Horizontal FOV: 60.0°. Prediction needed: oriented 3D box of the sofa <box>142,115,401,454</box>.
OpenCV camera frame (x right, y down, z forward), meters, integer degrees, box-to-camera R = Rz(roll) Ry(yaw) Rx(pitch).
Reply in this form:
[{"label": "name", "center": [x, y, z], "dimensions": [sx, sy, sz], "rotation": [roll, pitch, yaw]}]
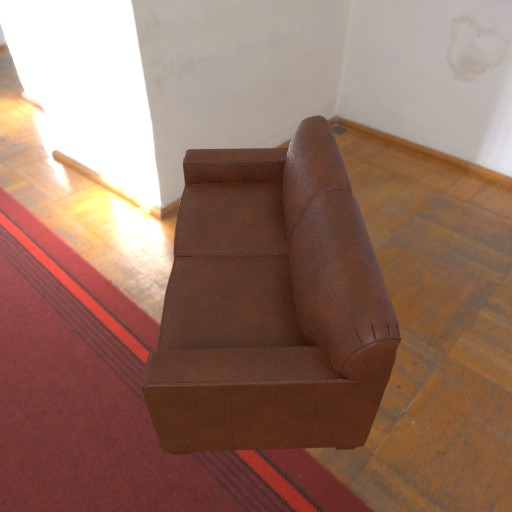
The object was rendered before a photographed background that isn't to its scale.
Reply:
[{"label": "sofa", "center": [0.000, 0.000, 2.467], "dimensions": [1.000, 0.966, 1.856], "rotation": [-1, 42, -1]}]
